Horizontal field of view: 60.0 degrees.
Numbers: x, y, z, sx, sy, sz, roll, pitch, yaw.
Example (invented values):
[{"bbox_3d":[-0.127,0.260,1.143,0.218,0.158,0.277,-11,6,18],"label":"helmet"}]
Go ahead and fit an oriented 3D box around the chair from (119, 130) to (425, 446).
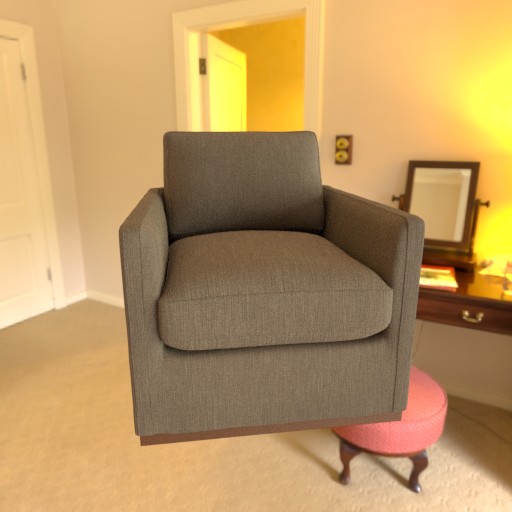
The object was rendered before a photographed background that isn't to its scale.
[{"bbox_3d":[0.000,0.000,1.480,0.763,0.811,0.834,-2,16,-8],"label":"chair"}]
